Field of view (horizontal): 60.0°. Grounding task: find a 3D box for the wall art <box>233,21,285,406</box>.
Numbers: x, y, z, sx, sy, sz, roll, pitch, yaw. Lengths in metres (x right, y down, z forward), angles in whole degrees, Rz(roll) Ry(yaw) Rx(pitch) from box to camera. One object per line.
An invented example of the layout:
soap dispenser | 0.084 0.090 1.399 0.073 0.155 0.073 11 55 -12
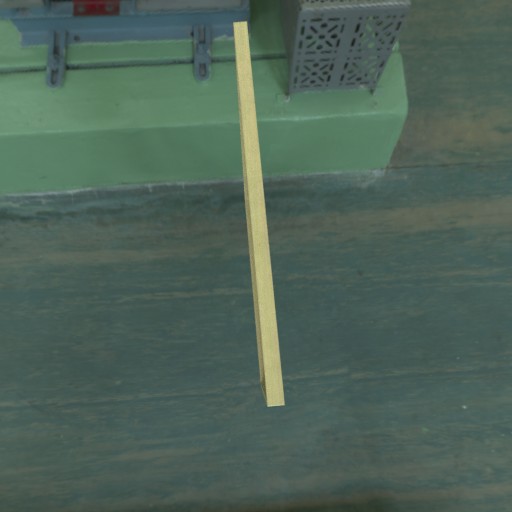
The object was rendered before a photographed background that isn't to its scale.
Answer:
wall art | 0.000 0.000 1.351 0.030 1.002 0.798 -5 75 -1
